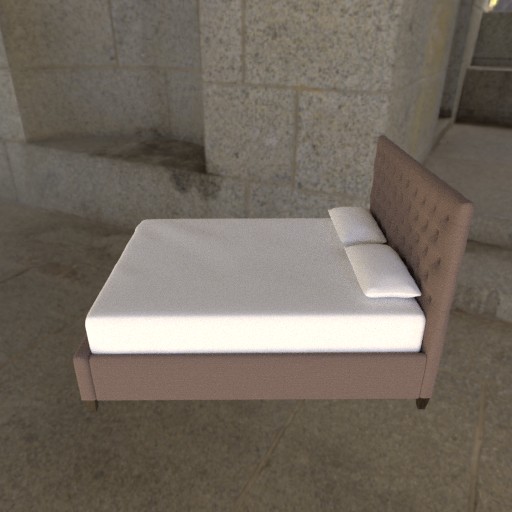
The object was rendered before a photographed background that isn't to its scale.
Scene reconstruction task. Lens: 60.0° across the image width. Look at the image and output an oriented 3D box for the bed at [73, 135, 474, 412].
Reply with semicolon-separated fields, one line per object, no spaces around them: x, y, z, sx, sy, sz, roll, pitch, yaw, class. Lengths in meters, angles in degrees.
0.000;0.000;3.281;2.233;1.426;1.696;0;27;-1;bed
